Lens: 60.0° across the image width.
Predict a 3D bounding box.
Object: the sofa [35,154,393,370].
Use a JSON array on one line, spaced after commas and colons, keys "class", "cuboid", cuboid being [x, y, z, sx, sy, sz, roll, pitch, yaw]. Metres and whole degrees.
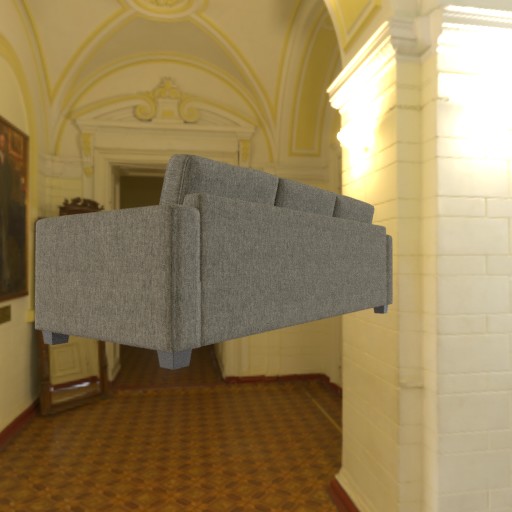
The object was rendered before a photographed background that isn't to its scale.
[{"class": "sofa", "cuboid": [0.000, 0.000, 2.584, 0.900, 0.800, 2.160, -1, -1, 36]}]
